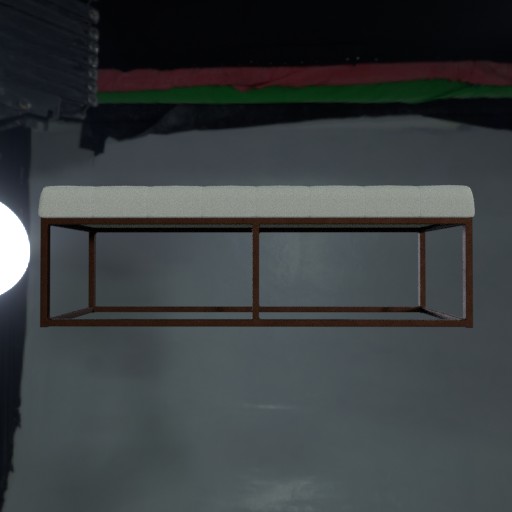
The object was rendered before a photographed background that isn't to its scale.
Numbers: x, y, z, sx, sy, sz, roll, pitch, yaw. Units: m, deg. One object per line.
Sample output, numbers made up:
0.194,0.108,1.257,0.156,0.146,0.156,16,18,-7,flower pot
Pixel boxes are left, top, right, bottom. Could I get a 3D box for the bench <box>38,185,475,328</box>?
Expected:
0.000,0.000,1.721,1.488,0.488,0.479,0,-1,0,bench
